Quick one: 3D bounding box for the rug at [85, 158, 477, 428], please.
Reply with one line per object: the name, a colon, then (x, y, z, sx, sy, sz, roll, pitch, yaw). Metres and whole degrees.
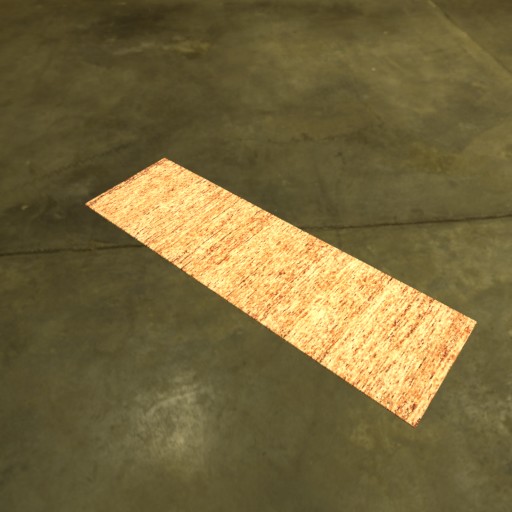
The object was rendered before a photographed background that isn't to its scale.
rug: (0.000, 0.000, 2.472, 2.237, 0.014, 0.680, 31, 53, 26)
